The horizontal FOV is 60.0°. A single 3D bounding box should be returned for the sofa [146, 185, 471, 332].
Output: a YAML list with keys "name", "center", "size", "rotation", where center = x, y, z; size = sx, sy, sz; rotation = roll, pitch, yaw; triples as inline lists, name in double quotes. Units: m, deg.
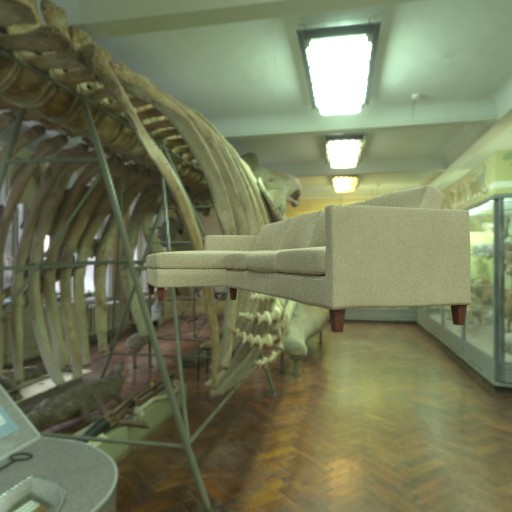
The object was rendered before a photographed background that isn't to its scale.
- name: "sofa"
  center: [0.000, 0.000, 3.866]
  size: [1.625, 0.846, 3.186]
  rotation: [0, -1, -19]
